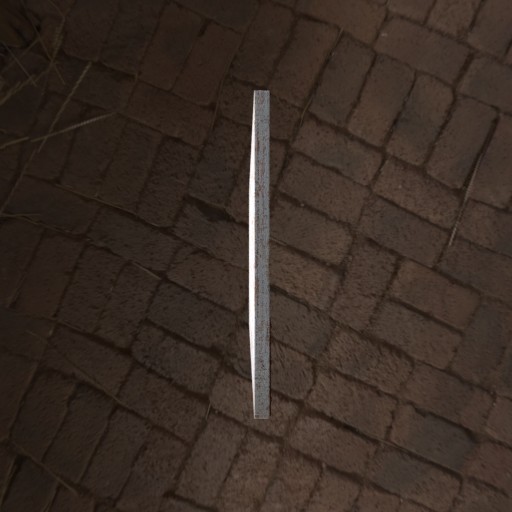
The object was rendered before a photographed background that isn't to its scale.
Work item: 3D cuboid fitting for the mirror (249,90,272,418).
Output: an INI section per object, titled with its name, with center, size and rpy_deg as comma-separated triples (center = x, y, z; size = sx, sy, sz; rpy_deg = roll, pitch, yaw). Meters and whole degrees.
[mirror]
center = 0.000, 0.000, 1.098
size = 0.027, 0.922, 0.472
rpy_deg = 0, 90, -1
